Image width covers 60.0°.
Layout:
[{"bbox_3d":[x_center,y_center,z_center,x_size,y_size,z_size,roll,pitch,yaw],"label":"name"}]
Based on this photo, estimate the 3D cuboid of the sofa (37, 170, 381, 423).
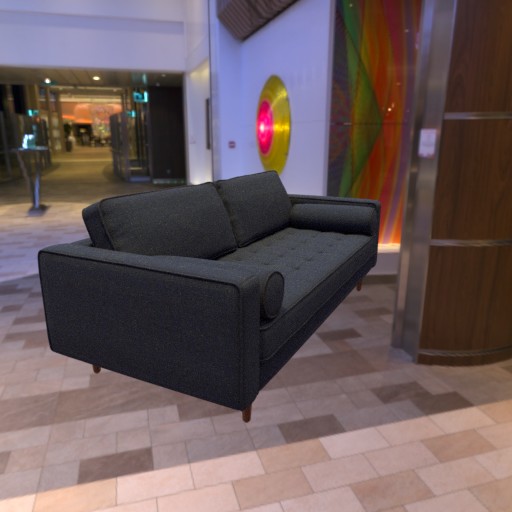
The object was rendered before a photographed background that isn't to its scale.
[{"bbox_3d":[0.000,0.000,2.313,0.914,0.762,1.880,8,17,26],"label":"sofa"}]
